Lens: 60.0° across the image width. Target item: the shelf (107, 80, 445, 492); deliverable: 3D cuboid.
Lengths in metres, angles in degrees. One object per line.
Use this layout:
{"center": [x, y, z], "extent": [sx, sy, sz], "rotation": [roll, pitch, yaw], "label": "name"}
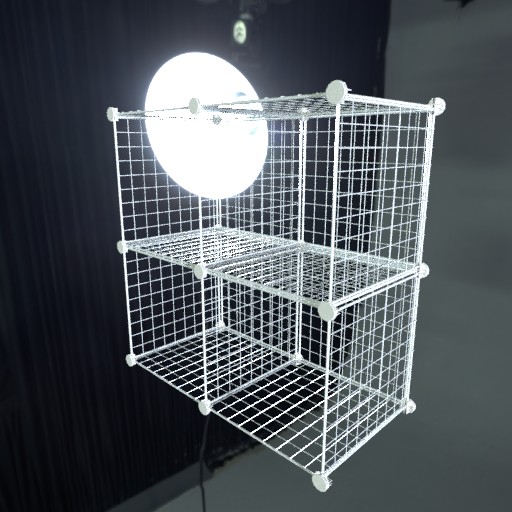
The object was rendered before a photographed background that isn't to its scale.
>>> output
{"center": [0.000, 0.000, 1.087], "extent": [0.711, 0.711, 0.356], "rotation": [13, 19, 43], "label": "shelf"}
